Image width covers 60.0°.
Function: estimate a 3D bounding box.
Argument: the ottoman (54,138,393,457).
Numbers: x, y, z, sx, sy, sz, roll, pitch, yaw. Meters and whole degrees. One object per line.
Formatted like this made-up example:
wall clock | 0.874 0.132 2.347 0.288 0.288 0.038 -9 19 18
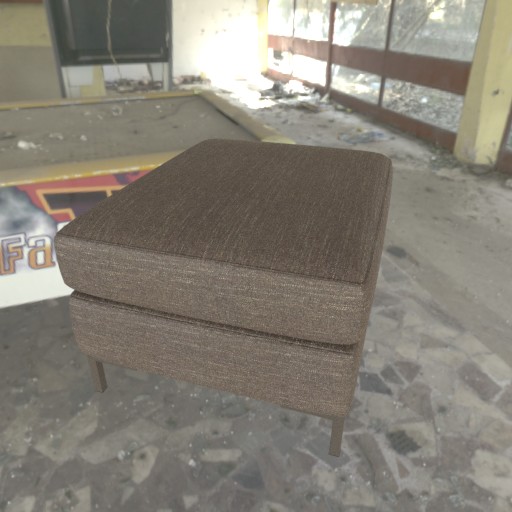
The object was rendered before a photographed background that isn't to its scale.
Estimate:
ottoman | 0.000 0.000 1.244 0.671 0.490 0.820 9 30 16
